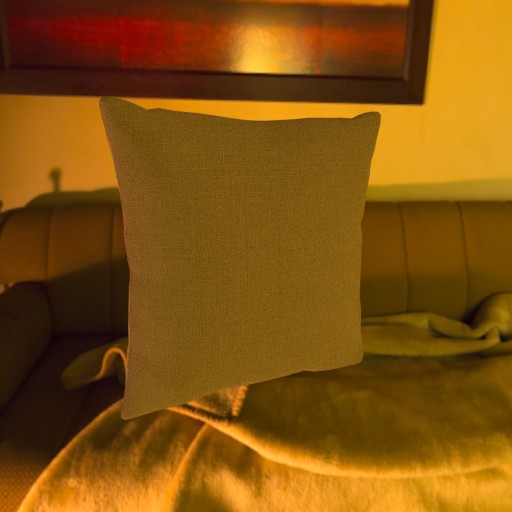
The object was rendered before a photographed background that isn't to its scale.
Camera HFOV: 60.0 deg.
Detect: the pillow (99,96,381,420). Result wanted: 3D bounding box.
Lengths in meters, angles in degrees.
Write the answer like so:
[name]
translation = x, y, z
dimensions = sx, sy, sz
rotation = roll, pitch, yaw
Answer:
[pillow]
translation = 0.000, 0.000, 0.671
dimensions = 0.429, 0.436, 0.159
rotation = -7, 15, -26
